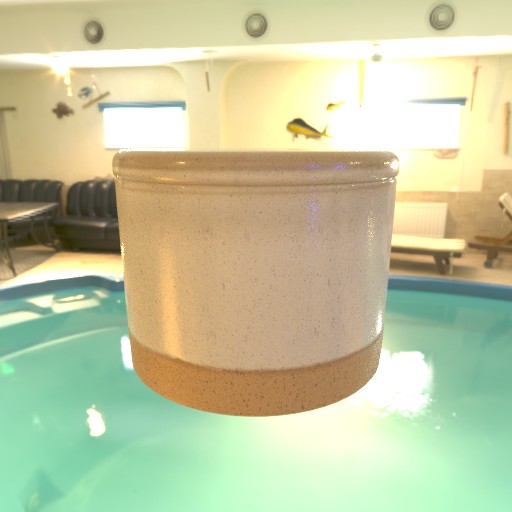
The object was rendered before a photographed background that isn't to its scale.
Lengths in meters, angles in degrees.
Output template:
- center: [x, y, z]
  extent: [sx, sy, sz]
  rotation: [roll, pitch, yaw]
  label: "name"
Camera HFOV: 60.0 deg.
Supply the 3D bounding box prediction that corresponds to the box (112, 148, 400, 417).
- center: [0.000, 0.000, 0.262]
  extent: [0.154, 0.123, 0.154]
  rotation: [0, 14, 0]
  label: "box"
